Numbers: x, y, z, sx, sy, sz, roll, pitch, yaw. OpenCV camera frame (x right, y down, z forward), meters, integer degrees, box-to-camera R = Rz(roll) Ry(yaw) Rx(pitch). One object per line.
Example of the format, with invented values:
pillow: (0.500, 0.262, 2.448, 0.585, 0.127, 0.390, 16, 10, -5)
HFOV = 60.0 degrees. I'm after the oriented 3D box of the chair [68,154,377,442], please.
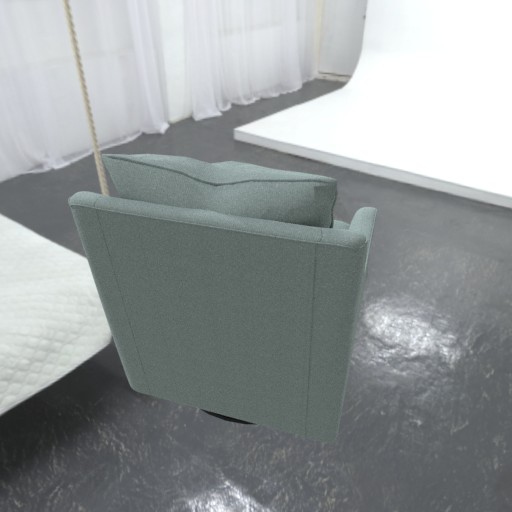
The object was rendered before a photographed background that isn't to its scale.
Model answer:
chair: (0.000, 0.000, 1.547, 0.760, 0.926, 0.870, 10, 34, 15)
